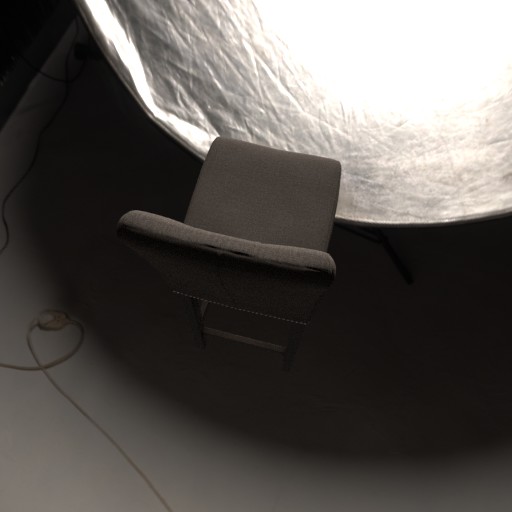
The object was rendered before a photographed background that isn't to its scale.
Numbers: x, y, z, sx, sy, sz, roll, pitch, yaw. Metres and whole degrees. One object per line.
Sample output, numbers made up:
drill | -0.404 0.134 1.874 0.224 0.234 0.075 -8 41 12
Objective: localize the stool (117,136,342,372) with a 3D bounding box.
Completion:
stool | 0.000 0.000 1.350 0.411 1.047 0.548 13 65 6
